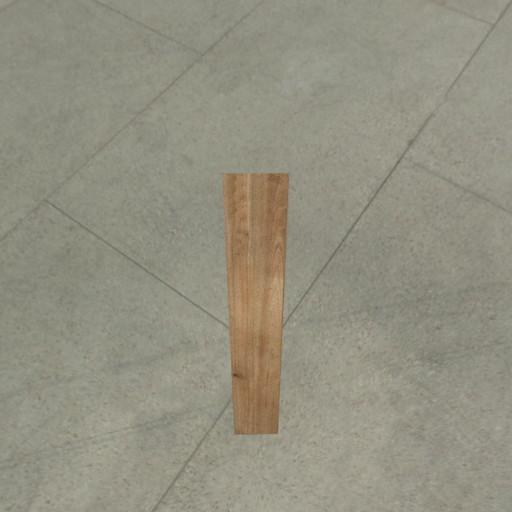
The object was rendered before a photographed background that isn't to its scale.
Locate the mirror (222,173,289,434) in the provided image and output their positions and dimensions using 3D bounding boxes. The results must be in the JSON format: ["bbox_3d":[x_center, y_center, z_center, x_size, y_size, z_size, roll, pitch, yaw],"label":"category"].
[{"bbox_3d":[0.000,0.000,0.899,0.100,0.548,0.631,0,64,0],"label":"mirror"}]
